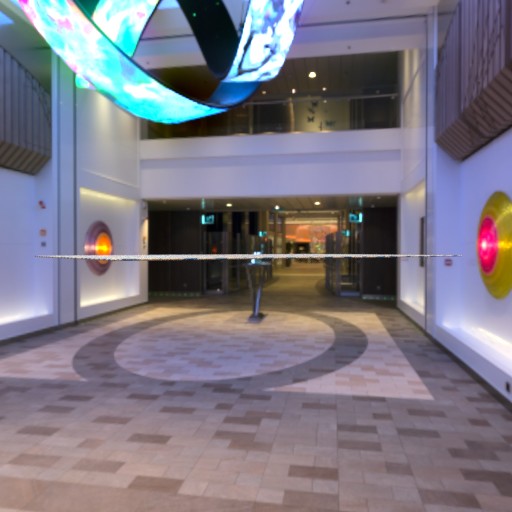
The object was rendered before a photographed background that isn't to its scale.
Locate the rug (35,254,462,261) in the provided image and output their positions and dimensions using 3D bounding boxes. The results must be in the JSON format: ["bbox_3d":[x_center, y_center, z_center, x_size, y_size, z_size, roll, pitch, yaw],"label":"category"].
[{"bbox_3d":[0.000,0.000,2.975,2.439,0.008,1.531,0,1,-36],"label":"rug"}]
